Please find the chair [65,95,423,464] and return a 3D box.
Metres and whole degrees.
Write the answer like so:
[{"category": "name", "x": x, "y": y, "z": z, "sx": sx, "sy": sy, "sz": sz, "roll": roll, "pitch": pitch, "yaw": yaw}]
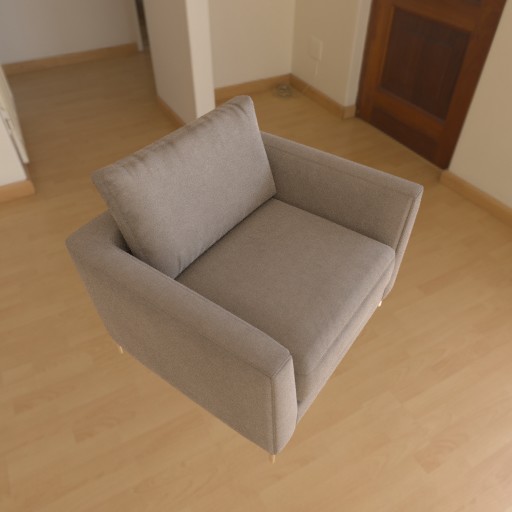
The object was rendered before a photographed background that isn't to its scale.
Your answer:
[{"category": "chair", "x": 0.000, "y": 0.000, "z": 1.686, "sx": 0.889, "sy": 0.864, "sz": 1.041, "roll": 26, "pitch": 49, "yaw": 25}]
